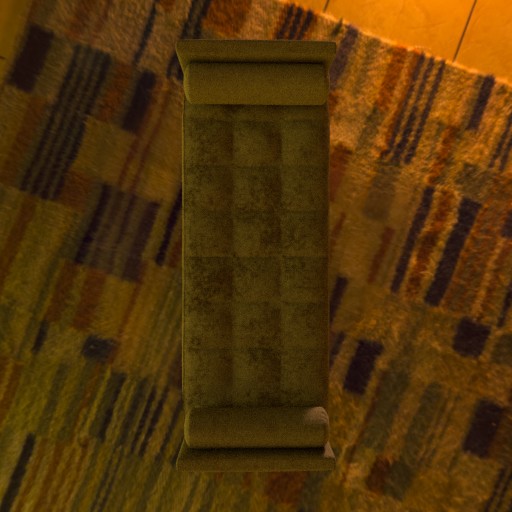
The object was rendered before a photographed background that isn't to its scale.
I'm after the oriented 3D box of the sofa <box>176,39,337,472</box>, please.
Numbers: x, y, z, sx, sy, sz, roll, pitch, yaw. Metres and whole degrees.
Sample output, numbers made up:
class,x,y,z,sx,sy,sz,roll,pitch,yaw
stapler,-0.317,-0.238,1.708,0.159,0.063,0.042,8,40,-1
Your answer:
class,x,y,z,sx,sy,sz,roll,pitch,yaw
sofa,0.000,0.000,2.451,0.797,0.657,2.102,0,91,-1
